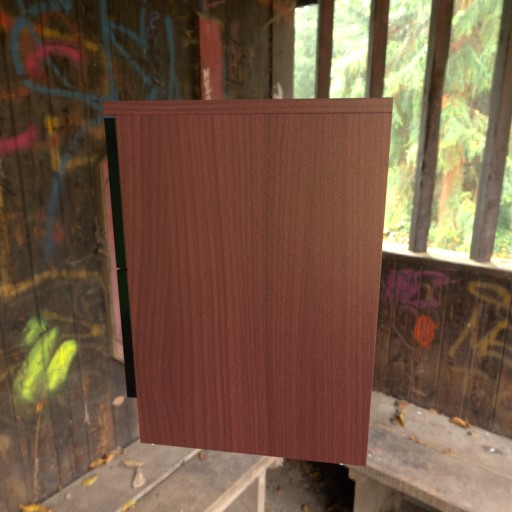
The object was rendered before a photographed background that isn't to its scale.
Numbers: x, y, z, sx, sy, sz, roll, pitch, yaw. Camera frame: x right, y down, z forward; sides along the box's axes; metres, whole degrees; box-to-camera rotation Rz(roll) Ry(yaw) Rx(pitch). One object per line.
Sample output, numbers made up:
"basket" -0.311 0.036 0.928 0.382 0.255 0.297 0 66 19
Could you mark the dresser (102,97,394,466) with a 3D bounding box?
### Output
"dresser" 0.000 0.000 0.753 0.360 0.470 0.400 2 15 8
